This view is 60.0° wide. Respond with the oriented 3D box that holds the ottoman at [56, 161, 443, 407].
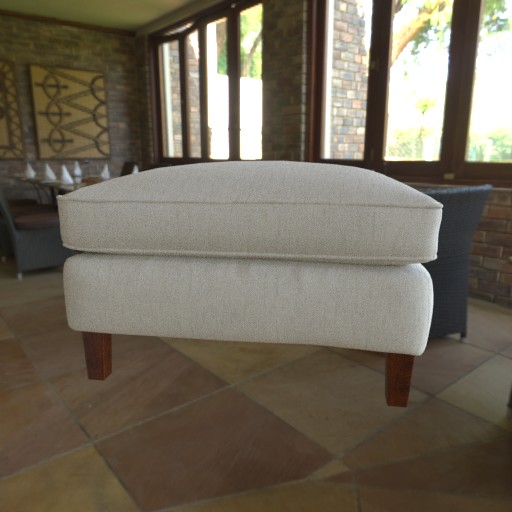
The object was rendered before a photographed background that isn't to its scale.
[{"bbox_3d":[0.000,0.000,0.966,0.665,0.406,0.501,2,13,9],"label":"ottoman"}]
